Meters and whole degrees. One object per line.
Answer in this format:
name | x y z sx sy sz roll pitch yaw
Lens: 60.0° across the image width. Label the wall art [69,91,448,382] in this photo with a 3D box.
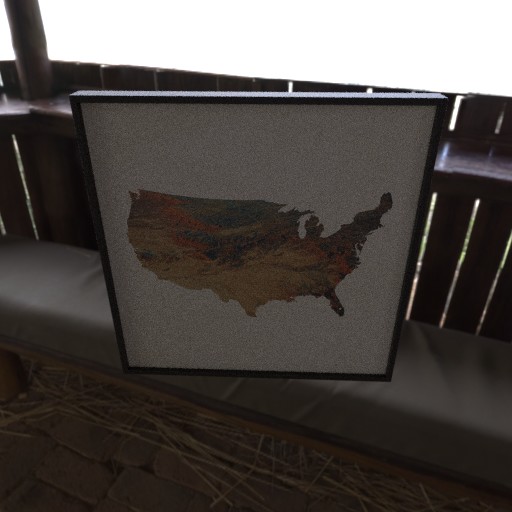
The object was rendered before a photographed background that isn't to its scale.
wall art | 0.000 0.000 0.730 0.507 0.507 0.038 1 29 2
